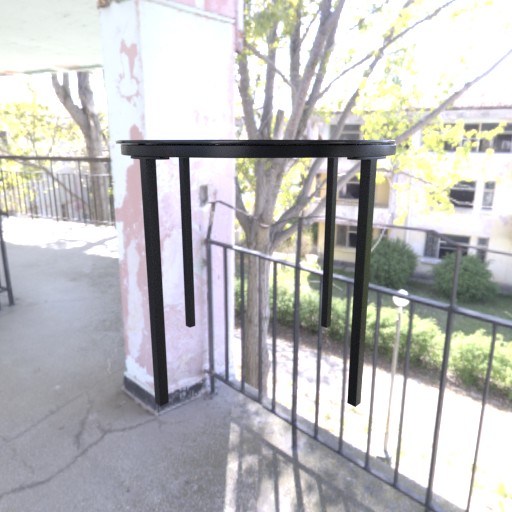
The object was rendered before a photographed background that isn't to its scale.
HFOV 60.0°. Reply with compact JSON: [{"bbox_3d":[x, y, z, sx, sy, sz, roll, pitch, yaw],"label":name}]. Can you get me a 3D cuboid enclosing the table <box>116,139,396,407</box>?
[{"bbox_3d":[0.000,0.000,0.879,0.499,0.443,0.499,0,14,0],"label":"table"}]
